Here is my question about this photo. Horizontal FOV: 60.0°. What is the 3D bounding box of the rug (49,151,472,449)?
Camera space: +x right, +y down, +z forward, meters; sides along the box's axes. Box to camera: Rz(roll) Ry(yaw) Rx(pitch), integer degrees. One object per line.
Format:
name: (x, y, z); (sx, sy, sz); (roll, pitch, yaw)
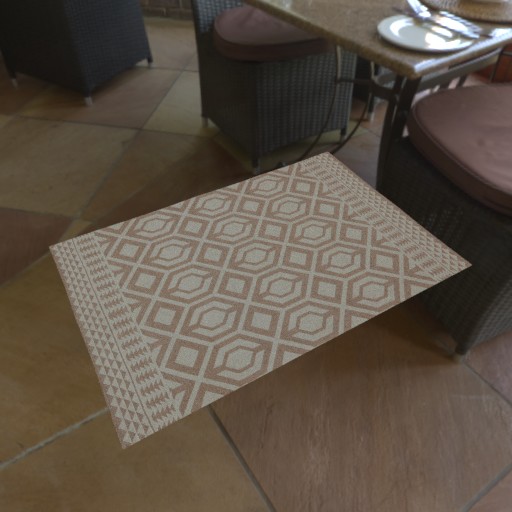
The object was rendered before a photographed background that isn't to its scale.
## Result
rug: (0.000, 0.000, 2.299); (1.829, 0.008, 1.219); (-23, 50, -21)
